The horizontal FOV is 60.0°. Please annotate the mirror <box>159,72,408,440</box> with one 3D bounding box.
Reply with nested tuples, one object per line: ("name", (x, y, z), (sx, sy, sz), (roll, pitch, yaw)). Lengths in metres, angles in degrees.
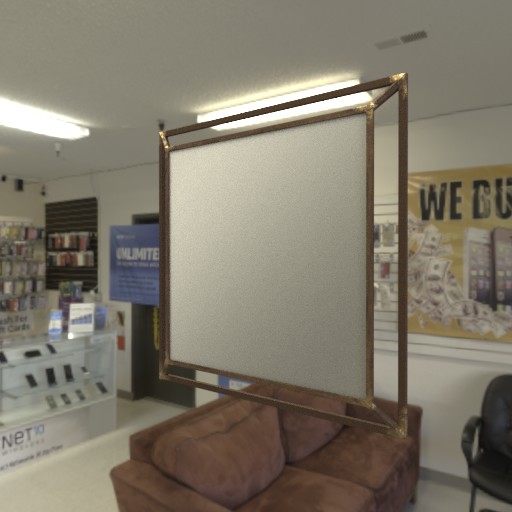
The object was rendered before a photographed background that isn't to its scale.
("mirror", (0.000, 0.000, 0.912), (0.610, 0.610, 0.032), (0, 0, 37))
